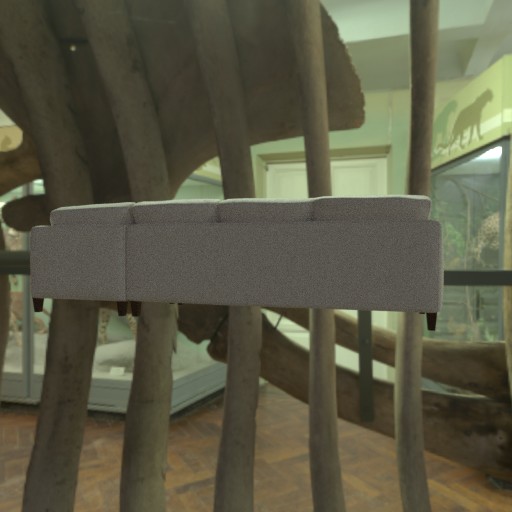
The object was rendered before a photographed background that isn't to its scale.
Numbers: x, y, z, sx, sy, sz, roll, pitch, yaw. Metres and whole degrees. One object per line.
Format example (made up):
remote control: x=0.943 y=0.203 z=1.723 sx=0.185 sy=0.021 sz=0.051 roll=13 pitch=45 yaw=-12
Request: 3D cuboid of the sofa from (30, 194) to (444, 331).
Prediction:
sofa: x=0.000 y=0.000 z=4.525 sx=3.302 sy=0.947 sz=2.593 roll=0 pitch=1 yaw=16
